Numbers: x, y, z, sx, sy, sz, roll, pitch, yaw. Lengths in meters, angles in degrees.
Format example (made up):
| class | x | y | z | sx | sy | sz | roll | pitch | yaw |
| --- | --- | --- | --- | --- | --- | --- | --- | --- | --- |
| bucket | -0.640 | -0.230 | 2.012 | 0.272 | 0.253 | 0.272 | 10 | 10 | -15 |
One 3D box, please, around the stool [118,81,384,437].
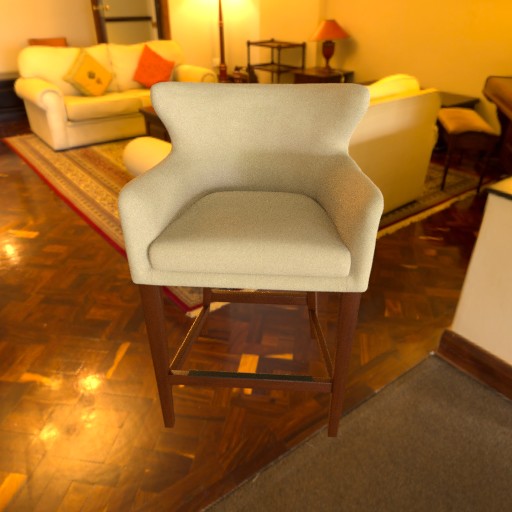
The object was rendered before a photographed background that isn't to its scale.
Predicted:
| class | x | y | z | sx | sy | sz | roll | pitch | yaw |
| --- | --- | --- | --- | --- | --- | --- | --- | --- | --- |
| stool | 0.000 | 0.000 | 1.350 | 0.601 | 0.951 | 0.570 | 2 | 30 | 3 |
